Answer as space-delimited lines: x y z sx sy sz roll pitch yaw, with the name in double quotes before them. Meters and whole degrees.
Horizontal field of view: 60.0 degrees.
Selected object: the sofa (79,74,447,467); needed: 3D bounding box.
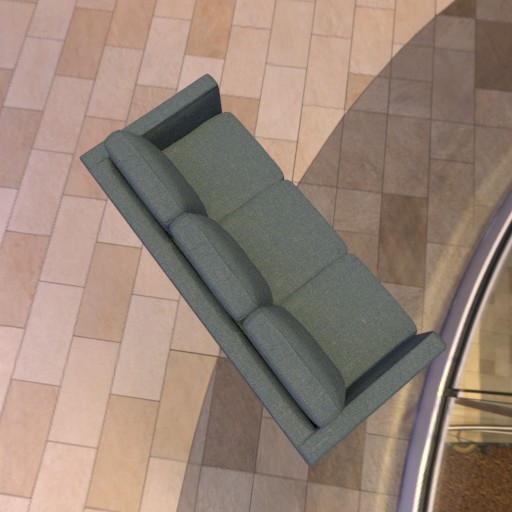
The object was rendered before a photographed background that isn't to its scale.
"sofa" 0.000 0.000 2.554 0.935 0.945 2.013 -37 78 -9
